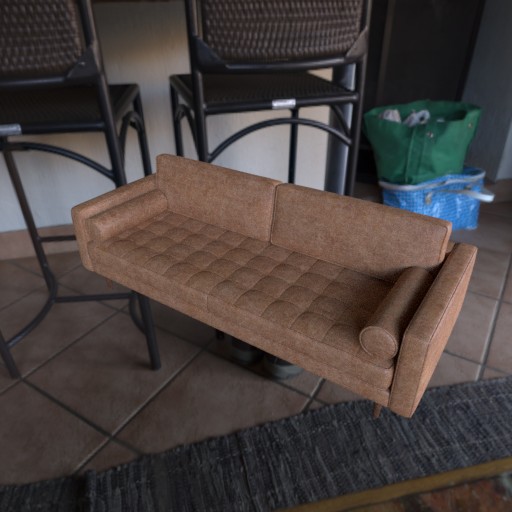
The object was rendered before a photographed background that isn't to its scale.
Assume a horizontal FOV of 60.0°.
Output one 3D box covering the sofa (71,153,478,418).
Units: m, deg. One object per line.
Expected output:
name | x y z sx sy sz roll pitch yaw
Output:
sofa | 0.000 0.000 2.595 2.200 0.770 0.919 19 36 29
